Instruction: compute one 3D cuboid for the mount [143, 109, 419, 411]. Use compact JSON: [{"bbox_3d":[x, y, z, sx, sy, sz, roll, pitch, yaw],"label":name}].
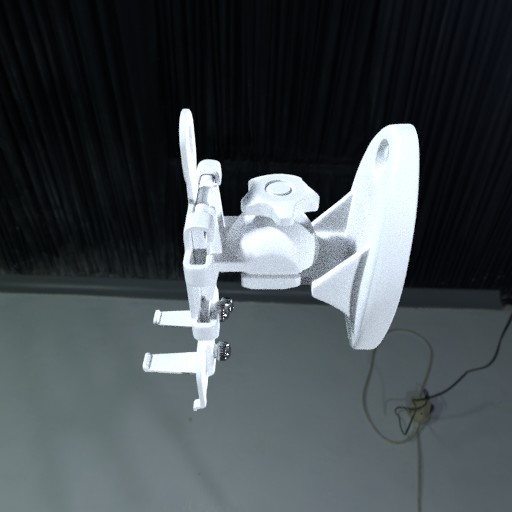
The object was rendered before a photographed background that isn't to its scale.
[{"bbox_3d":[0.000,0.000,0.175,0.100,0.118,0.066,0,41,0],"label":"mount"}]
